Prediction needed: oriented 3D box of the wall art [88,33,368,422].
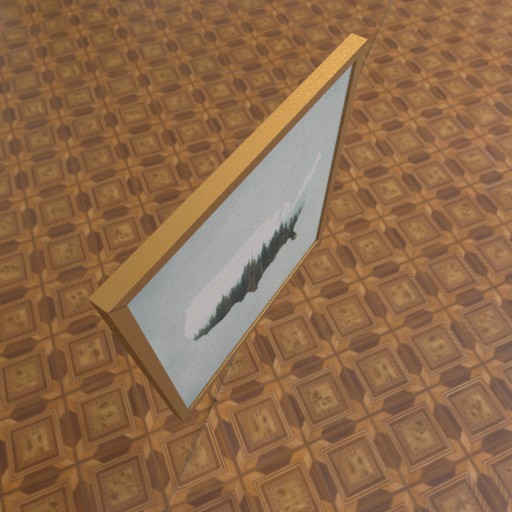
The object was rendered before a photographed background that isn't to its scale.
[{"bbox_3d":[0.000,0.000,1.100,0.038,0.762,0.762,31,64,17],"label":"wall art"}]
